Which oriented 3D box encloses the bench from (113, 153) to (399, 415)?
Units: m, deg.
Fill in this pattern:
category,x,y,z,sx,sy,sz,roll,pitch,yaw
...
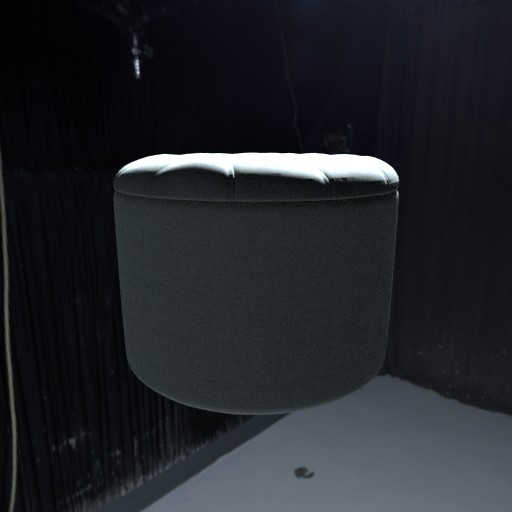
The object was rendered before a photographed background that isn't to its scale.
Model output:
category,x,y,z,sx,sy,sz,roll,pitch,yaw
bench,0.000,0.000,1.010,0.600,0.453,0.600,0,14,0
